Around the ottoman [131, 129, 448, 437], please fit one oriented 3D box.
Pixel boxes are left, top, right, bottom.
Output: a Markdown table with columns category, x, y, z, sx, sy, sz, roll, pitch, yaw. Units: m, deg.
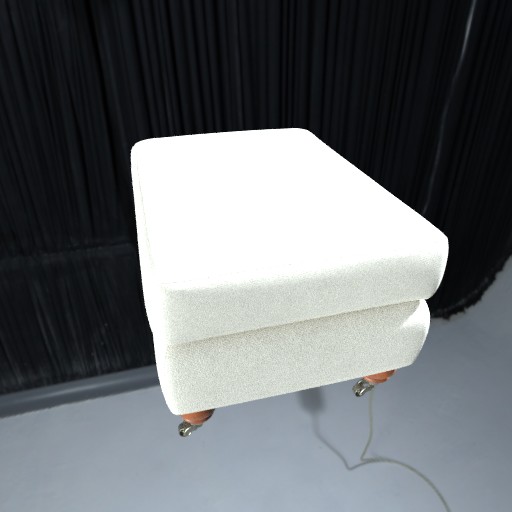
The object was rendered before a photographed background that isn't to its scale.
| category | x | y | z | sx | sy | sz | roll | pitch | yaw |
| --- | --- | --- | --- | --- | --- | --- | --- | --- | --- |
| ottoman | 0.000 | 0.000 | 1.156 | 0.569 | 0.499 | 0.773 | -8 | 32 | -13 |
